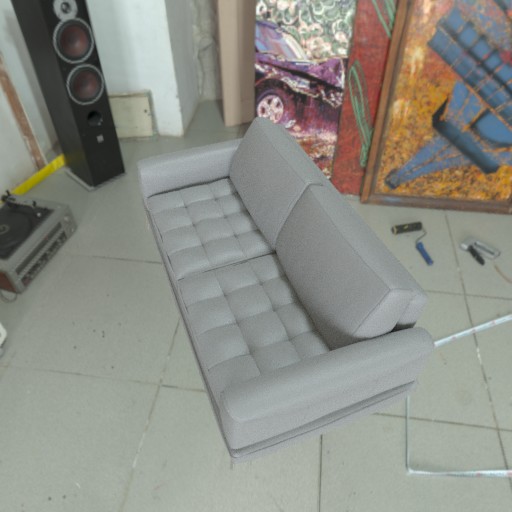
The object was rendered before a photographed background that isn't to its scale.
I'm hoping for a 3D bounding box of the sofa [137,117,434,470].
[{"bbox_3d":[0.000,0.000,2.790,1.121,0.930,2.177,-16,48,-15],"label":"sofa"}]
